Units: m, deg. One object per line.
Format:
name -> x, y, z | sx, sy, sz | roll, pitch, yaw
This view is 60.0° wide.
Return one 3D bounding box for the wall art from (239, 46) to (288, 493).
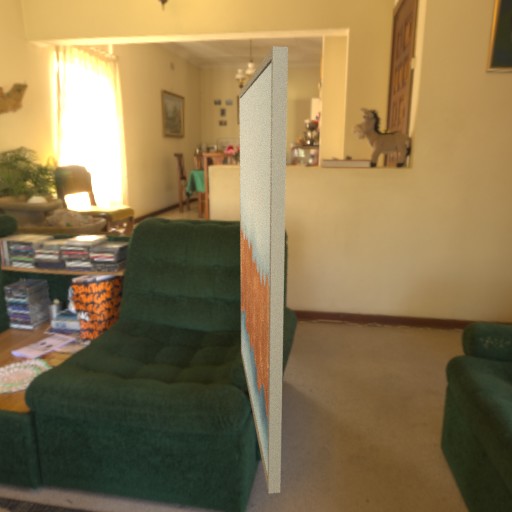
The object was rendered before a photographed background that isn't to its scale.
wall art -> 0.000, 0.000, 1.377 | 0.034, 1.042, 0.789 | -2, 14, -7
